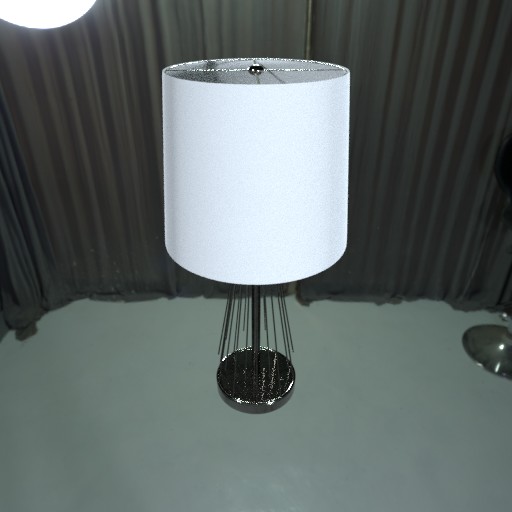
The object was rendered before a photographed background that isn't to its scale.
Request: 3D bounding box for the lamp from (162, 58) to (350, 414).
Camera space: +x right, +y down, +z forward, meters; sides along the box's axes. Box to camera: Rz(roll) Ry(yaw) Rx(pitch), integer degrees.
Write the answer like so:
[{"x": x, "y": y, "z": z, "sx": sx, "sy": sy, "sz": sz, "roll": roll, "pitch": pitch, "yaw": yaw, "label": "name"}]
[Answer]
[{"x": 0.000, "y": 0.000, "z": 0.773, "sx": 0.303, "sy": 0.618, "sz": 0.303, "roll": 0, "pitch": 30, "yaw": 0, "label": "lamp"}]
